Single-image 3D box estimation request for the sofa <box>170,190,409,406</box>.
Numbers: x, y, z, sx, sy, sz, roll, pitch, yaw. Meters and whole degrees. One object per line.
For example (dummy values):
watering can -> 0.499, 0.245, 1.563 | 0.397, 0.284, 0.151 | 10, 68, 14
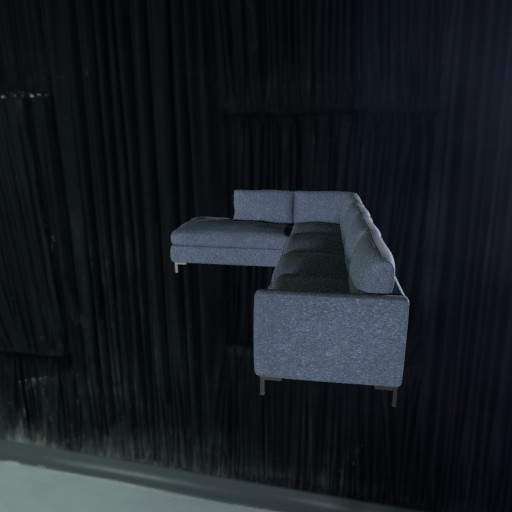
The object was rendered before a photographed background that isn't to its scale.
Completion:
sofa -> 0.000, 0.000, 3.795 | 2.007, 0.815, 2.949 | 2, 16, 8
